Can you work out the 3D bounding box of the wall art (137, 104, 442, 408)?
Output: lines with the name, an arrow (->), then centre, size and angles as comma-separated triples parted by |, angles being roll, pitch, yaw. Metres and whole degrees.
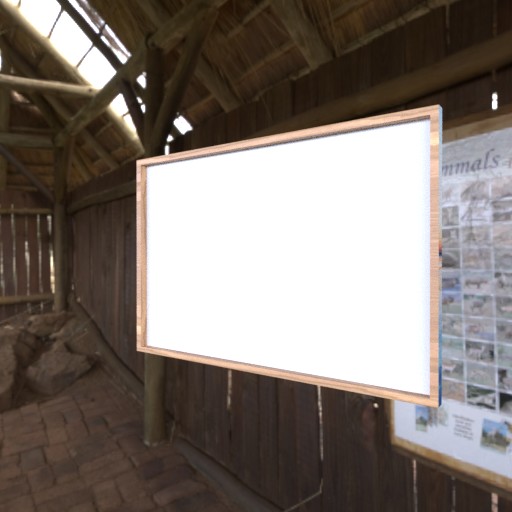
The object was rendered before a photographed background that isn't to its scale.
wall art -> 0.000, 0.000, 1.444 | 1.137, 0.756, 0.034 | 0, 0, 35
